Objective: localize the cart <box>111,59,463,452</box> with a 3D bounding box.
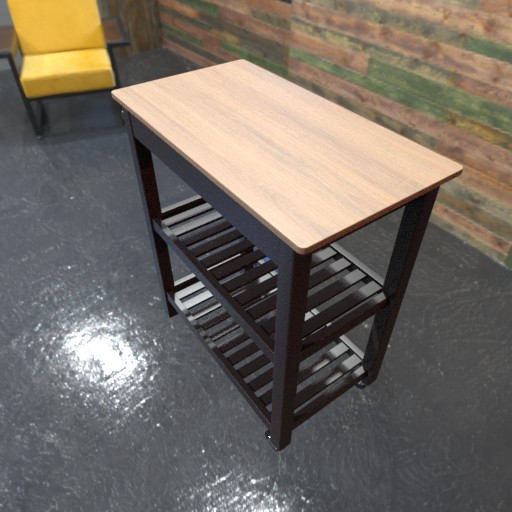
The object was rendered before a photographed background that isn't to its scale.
[{"bbox_3d":[0.000,0.000,1.427,0.457,0.927,0.899,-26,48,-26],"label":"cart"}]
